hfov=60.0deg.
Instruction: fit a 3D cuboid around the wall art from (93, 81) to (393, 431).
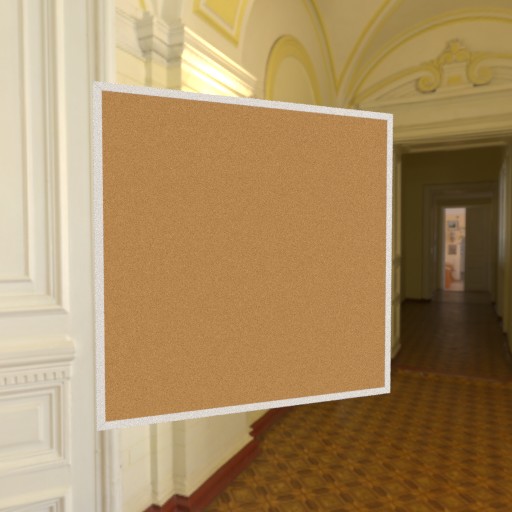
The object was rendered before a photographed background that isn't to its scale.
[{"bbox_3d":[0.000,0.000,0.745,0.509,0.509,0.040,-1,2,-19],"label":"wall art"}]
